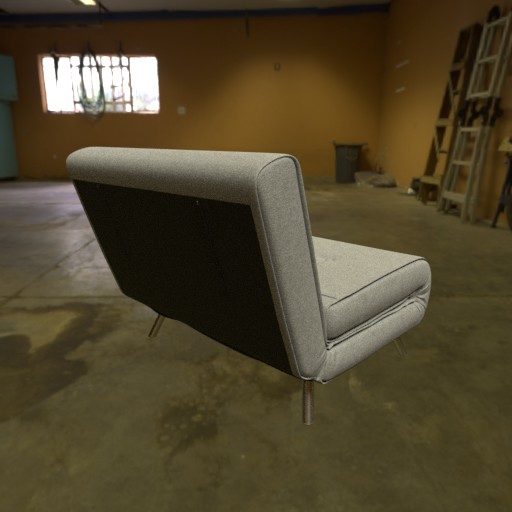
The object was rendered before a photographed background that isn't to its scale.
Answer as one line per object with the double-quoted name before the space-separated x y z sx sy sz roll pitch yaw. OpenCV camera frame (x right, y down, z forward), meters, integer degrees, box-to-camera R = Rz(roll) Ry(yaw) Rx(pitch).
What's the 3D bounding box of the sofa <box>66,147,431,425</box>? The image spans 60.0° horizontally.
"sofa" 0.000 0.000 1.729 1.020 0.825 1.000 14 21 43
